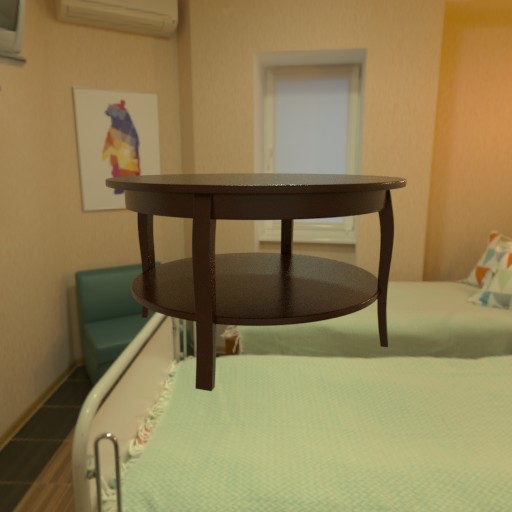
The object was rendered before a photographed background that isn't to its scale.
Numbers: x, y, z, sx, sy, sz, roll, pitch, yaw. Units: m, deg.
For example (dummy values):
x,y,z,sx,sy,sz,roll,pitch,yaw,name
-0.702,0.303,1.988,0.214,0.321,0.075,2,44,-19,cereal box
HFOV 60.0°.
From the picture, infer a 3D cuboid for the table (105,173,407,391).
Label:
x,y,z,sx,sy,sz,roll,pitch,yaw,name
0.000,0.000,1.465,0.911,0.512,0.911,0,12,0,table
